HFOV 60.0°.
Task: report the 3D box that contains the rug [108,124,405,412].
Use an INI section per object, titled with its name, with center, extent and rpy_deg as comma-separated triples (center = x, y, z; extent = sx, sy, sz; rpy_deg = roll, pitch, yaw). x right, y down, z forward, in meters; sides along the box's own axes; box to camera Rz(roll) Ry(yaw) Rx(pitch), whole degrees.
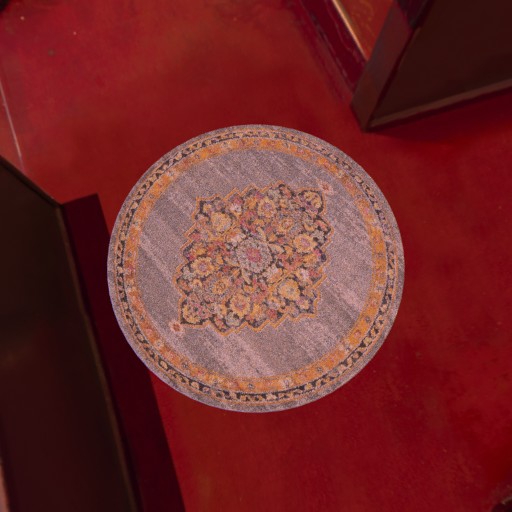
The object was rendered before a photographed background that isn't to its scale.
[rug]
center = 0.000, 0.000, 3.566
extent = 2.382, 0.014, 2.382
rpy_deg = 0, 75, 0
